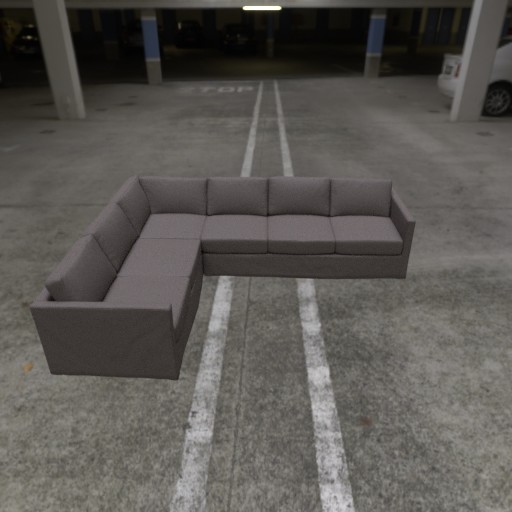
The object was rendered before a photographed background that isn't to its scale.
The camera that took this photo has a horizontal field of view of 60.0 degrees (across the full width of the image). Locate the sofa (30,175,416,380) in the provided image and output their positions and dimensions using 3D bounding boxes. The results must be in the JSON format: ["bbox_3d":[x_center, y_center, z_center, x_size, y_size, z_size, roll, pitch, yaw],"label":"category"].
[{"bbox_3d":[0.000,0.000,4.284,3.182,0.871,2.432,1,30,1],"label":"sofa"}]
